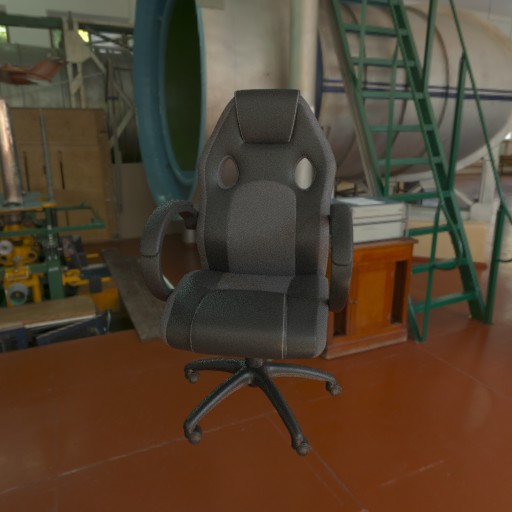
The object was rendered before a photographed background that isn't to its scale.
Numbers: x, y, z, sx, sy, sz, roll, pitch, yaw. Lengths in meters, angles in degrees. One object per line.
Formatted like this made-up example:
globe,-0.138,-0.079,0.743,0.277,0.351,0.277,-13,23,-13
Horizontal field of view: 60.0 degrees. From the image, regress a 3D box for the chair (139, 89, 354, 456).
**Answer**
chair,0.000,0.000,1.603,0.673,1.187,0.724,2,16,9
